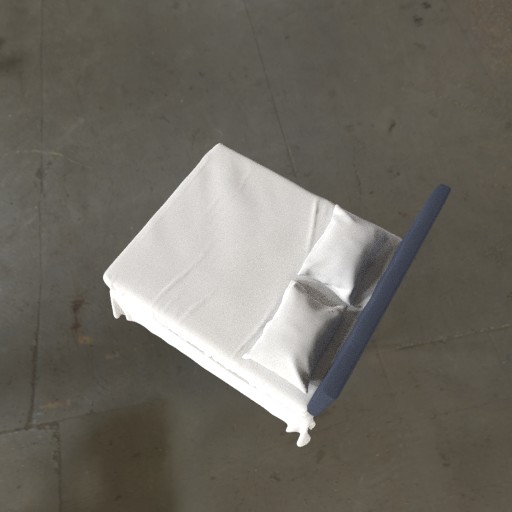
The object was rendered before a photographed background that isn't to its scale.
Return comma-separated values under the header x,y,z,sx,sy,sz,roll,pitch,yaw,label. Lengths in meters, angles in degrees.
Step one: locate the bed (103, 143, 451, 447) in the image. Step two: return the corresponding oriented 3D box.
x,y,z,sx,sy,sz,roll,pitch,yaw,label
0.000,0.000,3.583,2.222,1.577,1.936,30,68,14,bed
